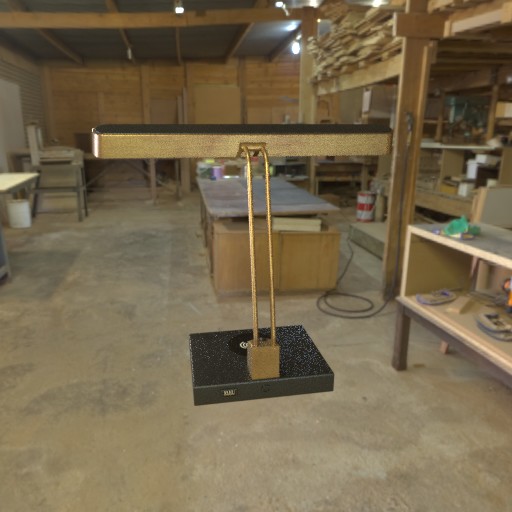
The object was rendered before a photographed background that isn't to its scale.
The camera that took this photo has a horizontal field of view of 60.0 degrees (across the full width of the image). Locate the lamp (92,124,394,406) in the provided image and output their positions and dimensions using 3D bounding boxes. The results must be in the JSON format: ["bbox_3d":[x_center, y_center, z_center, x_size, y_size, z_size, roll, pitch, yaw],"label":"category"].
[{"bbox_3d":[0.000,0.000,0.603,0.412,0.345,0.156,-3,16,-10],"label":"lamp"}]
